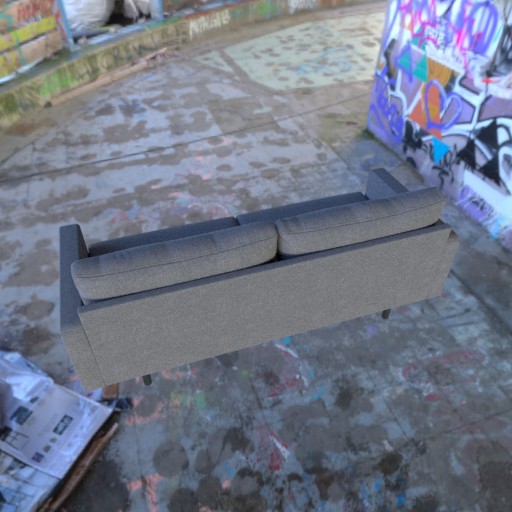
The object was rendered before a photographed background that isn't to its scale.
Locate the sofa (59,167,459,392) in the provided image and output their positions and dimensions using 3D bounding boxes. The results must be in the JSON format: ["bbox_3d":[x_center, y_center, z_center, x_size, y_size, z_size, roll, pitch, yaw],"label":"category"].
[{"bbox_3d":[0.000,0.000,2.610,2.100,0.880,0.880,-12,42,-14],"label":"sofa"}]
